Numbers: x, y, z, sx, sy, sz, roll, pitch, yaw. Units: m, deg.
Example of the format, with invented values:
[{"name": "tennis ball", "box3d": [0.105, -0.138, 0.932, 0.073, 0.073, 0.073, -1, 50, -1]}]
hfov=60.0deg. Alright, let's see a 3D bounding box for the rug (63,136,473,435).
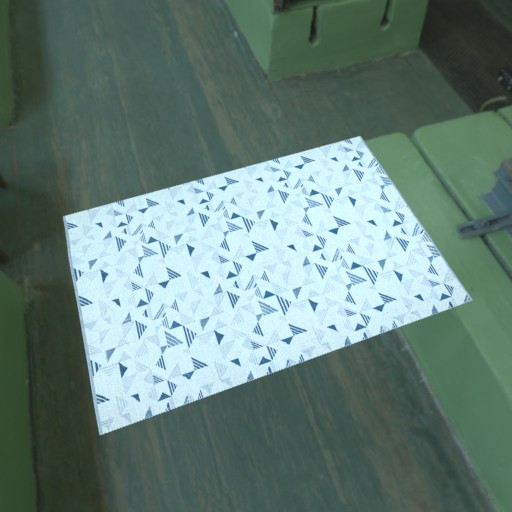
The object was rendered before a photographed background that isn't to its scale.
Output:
[{"name": "rug", "box3d": [0.000, 0.000, 2.307, 1.835, 0.003, 1.206, -17, 60, -10]}]
